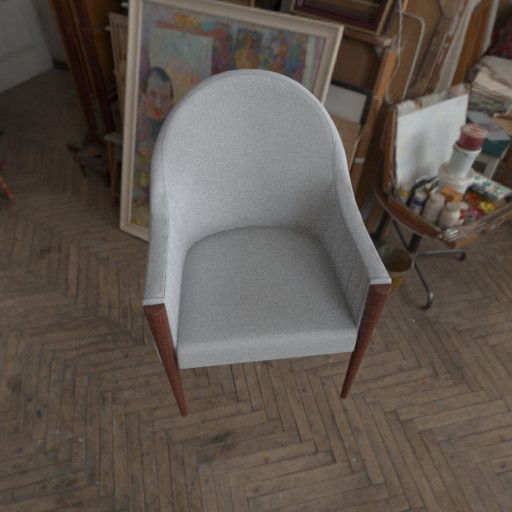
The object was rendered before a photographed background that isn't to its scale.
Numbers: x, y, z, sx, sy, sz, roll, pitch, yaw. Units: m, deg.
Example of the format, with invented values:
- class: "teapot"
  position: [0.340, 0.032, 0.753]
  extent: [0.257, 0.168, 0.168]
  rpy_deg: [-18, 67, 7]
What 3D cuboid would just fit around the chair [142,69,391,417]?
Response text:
- class: "chair"
  position: [0.000, 0.000, 1.353]
  extent: [0.610, 0.889, 0.620]
  rpy_deg: [-5, 47, -4]
